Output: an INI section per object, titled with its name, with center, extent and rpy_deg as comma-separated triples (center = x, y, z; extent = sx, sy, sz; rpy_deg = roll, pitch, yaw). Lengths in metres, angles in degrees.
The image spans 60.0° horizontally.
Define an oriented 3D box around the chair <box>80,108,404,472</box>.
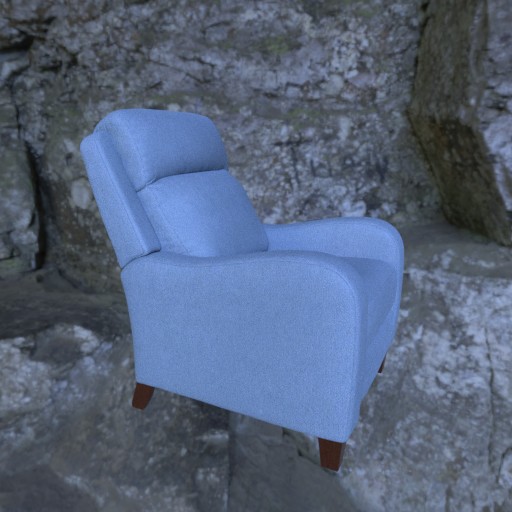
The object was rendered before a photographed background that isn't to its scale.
[chair]
center = 0.000, 0.000, 1.681
extent = 0.988, 1.067, 0.785
rpy_deg = 7, 16, 26
